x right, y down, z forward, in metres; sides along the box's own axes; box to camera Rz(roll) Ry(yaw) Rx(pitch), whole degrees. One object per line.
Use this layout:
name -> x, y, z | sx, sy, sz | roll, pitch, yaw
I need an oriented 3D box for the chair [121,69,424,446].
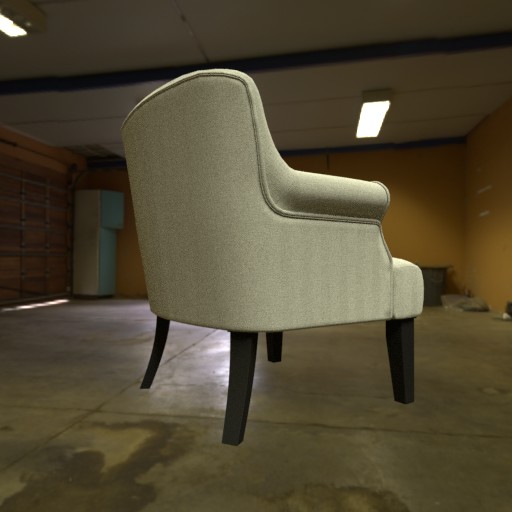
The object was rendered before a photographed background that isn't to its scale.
chair -> 0.000, 0.000, 1.410 | 0.750, 0.875, 0.781 | 0, 0, -35
